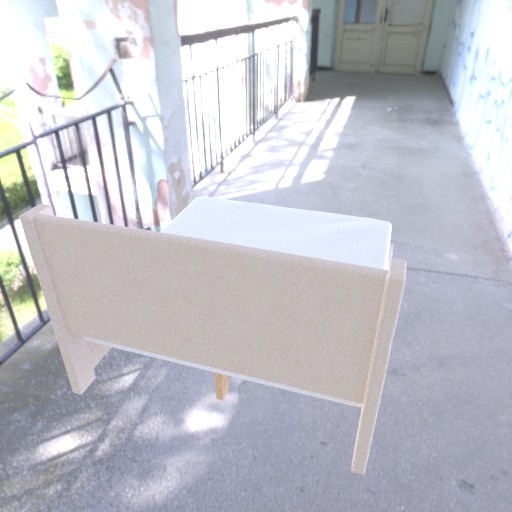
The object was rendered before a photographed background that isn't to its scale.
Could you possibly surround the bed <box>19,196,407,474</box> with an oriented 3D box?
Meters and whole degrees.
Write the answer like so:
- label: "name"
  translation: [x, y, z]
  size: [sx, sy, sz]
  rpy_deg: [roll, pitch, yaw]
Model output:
- label: "bed"
  translation: [0.000, 0.000, 3.574]
  size: [2.145, 1.471, 2.293]
  rpy_deg: [9, 32, 15]
